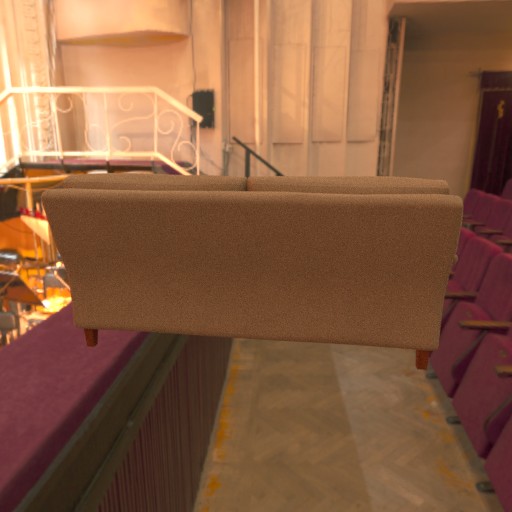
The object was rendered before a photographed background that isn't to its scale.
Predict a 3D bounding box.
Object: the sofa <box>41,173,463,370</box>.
[{"bbox_3d":[0.000,0.000,2.657,2.070,0.997,1.091,2,14,8],"label":"sofa"}]
